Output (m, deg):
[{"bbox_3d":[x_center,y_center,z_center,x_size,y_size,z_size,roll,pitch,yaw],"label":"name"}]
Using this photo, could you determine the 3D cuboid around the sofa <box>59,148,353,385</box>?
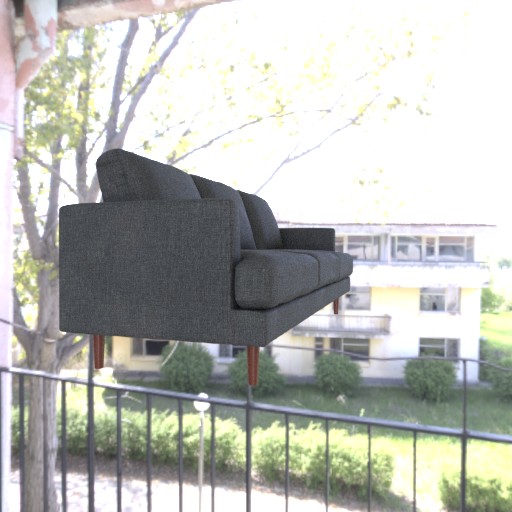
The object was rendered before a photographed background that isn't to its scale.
[{"bbox_3d":[0.000,0.000,2.663,0.903,0.930,2.246,0,1,19],"label":"sofa"}]
